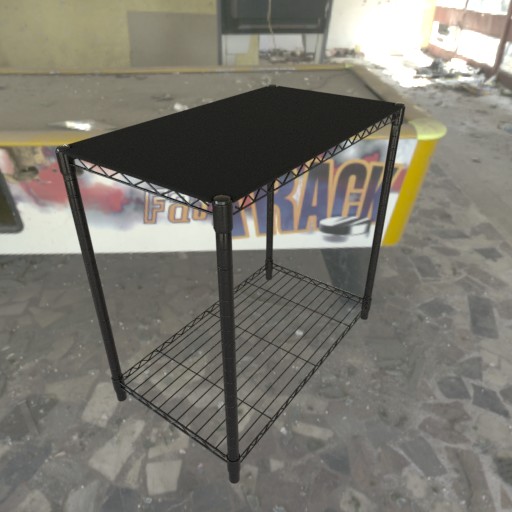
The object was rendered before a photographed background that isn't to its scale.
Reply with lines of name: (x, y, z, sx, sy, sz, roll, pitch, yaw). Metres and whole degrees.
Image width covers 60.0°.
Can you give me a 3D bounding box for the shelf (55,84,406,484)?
shelf: (0.000, 0.000, 0.937, 0.338, 0.564, 0.589, 21, 38, 30)
